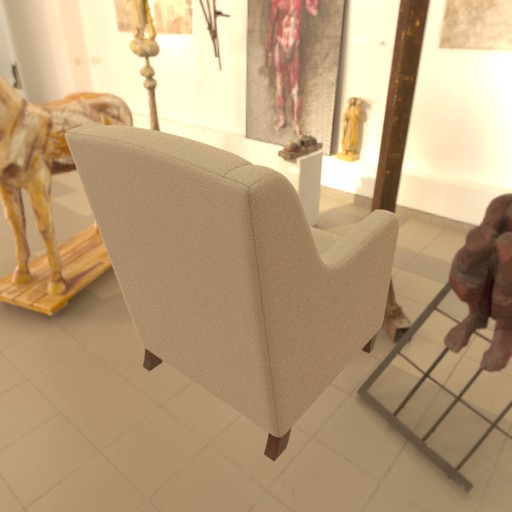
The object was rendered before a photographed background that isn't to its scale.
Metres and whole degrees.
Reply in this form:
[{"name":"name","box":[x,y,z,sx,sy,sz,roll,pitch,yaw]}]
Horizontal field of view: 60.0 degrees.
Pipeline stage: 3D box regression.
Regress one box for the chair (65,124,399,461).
[{"name":"chair","box":[0.000,0.000,1.599,0.715,1.017,0.896,22,36,34]}]
